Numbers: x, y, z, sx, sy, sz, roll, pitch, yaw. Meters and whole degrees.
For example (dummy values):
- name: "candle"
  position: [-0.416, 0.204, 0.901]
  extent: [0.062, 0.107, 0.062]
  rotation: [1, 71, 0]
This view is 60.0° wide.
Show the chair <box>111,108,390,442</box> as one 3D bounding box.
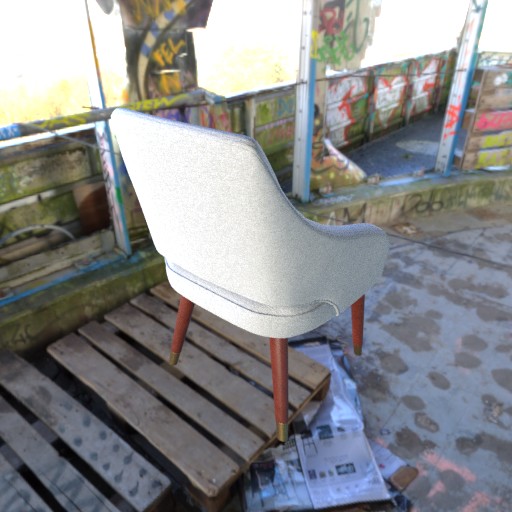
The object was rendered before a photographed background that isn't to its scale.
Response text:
- name: "chair"
  position: [0.000, 0.000, 1.301]
  extent: [0.609, 0.889, 0.600]
  rotation: [23, 37, 34]
